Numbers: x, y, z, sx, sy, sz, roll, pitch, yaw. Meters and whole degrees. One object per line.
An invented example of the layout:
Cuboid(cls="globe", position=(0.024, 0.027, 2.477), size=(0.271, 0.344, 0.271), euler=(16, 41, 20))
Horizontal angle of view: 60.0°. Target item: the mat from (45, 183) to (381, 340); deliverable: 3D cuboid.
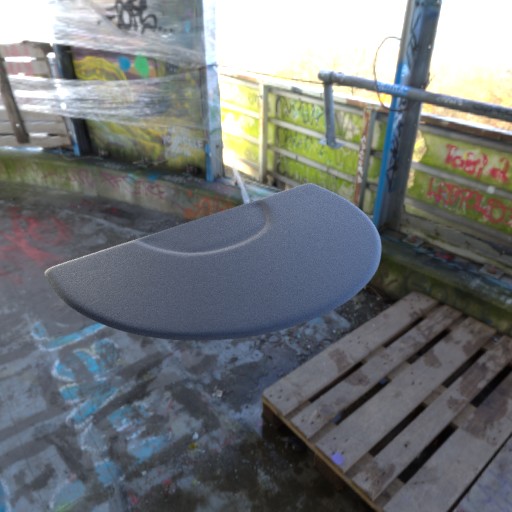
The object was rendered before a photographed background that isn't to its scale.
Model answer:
Cuboid(cls="mat", position=(0.000, 0.000, 1.911), size=(1.525, 0.016, 0.917), euler=(-22, 38, -31))
